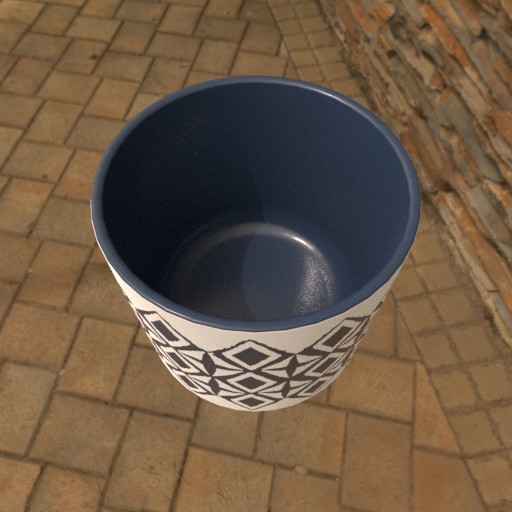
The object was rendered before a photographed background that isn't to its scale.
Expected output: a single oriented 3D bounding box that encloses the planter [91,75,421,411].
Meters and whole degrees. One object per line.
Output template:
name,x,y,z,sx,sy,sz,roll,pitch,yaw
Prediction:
planter,0.000,0.000,0.388,0.224,0.203,0.224,0,59,0
